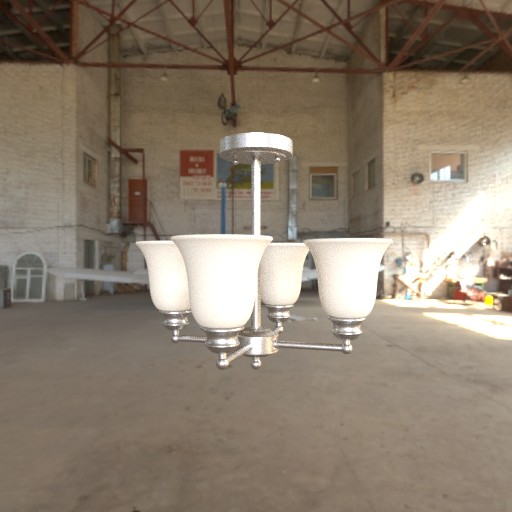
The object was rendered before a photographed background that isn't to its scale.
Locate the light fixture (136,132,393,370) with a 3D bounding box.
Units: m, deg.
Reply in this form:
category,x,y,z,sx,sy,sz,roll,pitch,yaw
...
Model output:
category,x,y,z,sx,sy,sz,roll,pitch,yaw
light fixture,0.000,0.000,0.725,0.427,0.370,0.427,0,0,18
